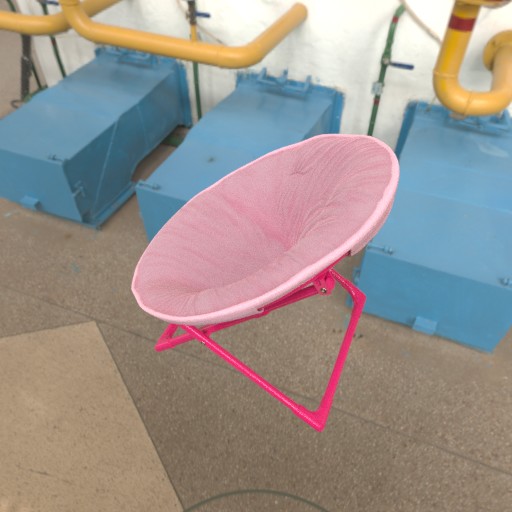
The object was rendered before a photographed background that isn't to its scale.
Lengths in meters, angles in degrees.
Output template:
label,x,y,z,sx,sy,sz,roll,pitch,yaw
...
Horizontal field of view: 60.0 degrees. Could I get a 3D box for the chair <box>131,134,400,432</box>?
label,x,y,z,sx,sy,sz,roll,pitch,yaw
chair,0.000,0.000,0.898,0.459,0.494,0.522,17,49,16
